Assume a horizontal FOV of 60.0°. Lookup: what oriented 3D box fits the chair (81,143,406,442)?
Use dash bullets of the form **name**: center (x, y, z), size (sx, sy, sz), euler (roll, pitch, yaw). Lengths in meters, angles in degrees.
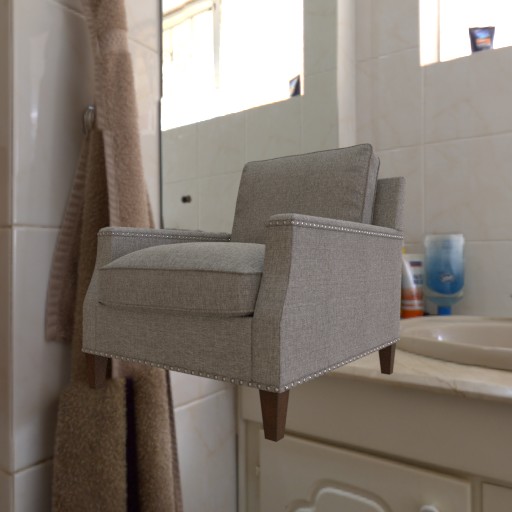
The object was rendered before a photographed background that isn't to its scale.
- **chair**: center (0.000, 0.000, 1.716), size (0.853, 0.943, 1.014), euler (0, -1, 36)
